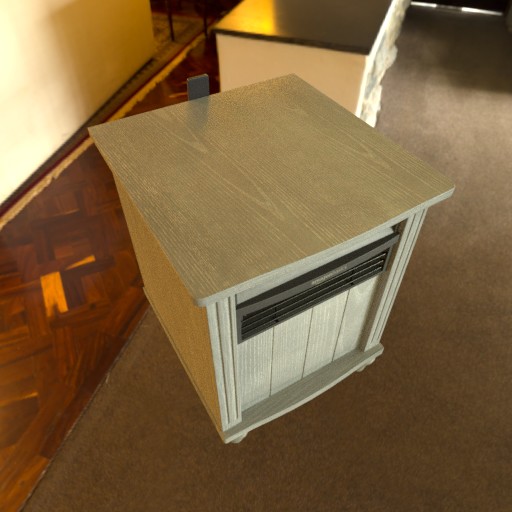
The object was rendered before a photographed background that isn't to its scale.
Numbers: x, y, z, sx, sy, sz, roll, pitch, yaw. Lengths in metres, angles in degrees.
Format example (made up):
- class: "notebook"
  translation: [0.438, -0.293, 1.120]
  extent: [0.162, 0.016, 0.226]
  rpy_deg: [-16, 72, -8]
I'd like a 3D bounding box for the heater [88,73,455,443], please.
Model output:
- class: "heater"
  translation: [0.000, 0.000, 0.753]
  extent: [0.362, 0.481, 0.400]
  rpy_deg: [-23, 51, -20]
